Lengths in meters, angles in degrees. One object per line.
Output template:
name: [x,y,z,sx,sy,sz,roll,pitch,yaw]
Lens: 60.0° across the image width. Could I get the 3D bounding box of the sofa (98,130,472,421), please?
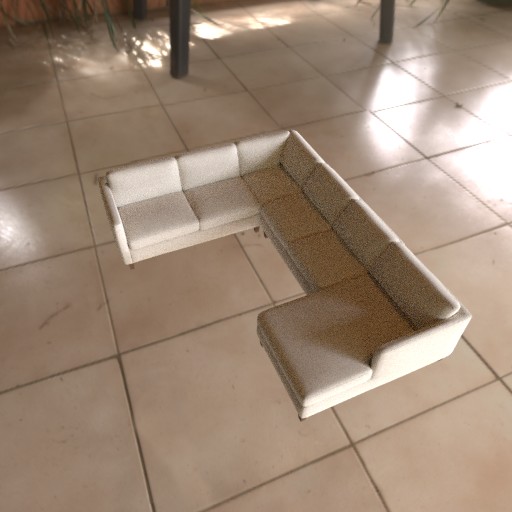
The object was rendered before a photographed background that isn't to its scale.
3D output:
sofa: [0.000,0.000,4.509,2.551,0.853,3.238,-17,48,-16]
